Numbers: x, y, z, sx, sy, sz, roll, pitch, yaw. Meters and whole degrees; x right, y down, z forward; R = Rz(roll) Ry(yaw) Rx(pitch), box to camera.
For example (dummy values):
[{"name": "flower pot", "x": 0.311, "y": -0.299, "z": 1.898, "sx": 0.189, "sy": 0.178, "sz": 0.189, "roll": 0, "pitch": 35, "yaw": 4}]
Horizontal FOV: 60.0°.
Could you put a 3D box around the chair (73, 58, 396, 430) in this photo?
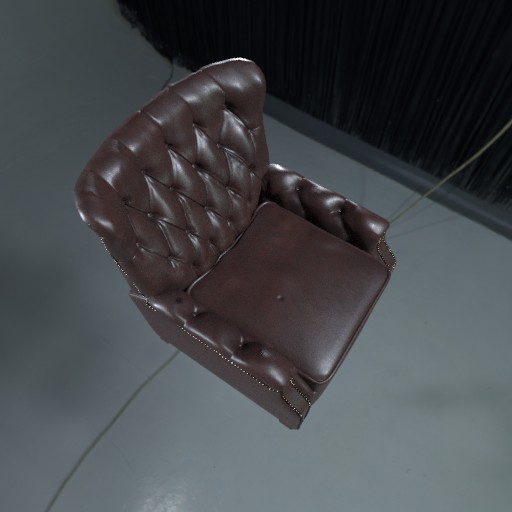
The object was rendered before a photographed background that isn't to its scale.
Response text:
[{"name": "chair", "x": 0.000, "y": 0.000, "z": 1.479, "sx": 0.823, "sy": 0.864, "sz": 0.709, "roll": 31, "pitch": 64, "yaw": 17}]
